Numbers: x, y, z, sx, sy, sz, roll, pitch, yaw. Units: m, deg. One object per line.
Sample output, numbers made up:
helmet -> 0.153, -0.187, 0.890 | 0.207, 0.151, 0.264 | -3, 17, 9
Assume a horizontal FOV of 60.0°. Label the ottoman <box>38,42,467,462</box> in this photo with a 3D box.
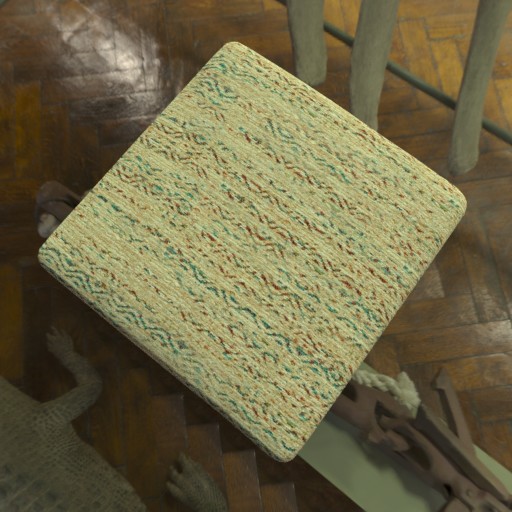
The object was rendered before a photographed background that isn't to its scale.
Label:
ottoman -> 0.000, 0.000, 0.889 | 0.512, 0.453, 0.521 | 37, 79, 8
